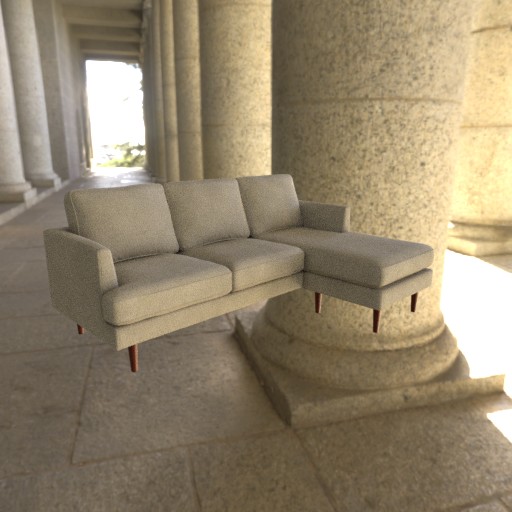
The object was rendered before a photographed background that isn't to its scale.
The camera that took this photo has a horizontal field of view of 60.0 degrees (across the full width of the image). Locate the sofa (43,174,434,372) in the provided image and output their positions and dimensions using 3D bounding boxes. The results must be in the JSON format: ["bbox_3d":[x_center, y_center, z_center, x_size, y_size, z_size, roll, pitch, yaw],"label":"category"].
[{"bbox_3d":[0.000,0.000,3.000,2.233,0.956,1.504,-14,20,-43],"label":"sofa"}]
